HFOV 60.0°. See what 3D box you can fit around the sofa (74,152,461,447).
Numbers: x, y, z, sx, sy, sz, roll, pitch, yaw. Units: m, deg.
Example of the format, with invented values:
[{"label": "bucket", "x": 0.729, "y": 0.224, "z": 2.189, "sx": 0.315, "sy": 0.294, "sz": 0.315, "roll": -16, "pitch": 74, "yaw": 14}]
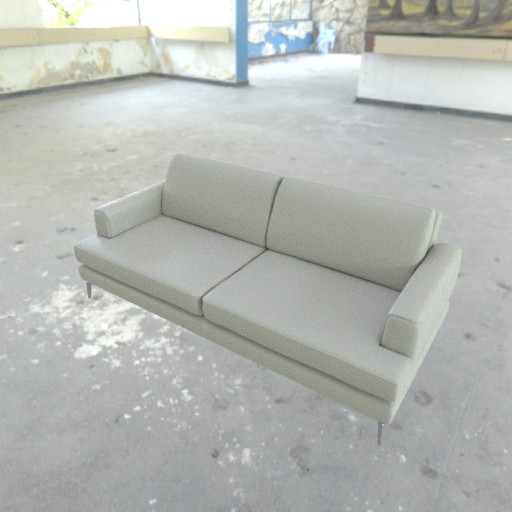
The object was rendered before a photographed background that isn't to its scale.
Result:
[{"label": "sofa", "x": 0.000, "y": 0.000, "z": 2.430, "sx": 1.940, "sy": 0.765, "sz": 0.974, "roll": 19, "pitch": 34, "yaw": 29}]
